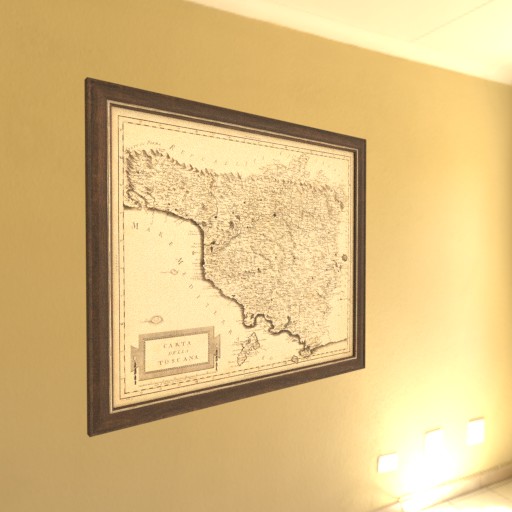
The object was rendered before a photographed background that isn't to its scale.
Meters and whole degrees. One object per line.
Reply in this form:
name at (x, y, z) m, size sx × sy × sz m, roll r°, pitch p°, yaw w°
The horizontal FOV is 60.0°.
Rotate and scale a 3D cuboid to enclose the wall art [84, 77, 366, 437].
wall art at (0.000, 0.000, 1.395) m, size 1.033 × 0.875 × 0.023 m, roll -1°, pitch 1°, yaw -37°
